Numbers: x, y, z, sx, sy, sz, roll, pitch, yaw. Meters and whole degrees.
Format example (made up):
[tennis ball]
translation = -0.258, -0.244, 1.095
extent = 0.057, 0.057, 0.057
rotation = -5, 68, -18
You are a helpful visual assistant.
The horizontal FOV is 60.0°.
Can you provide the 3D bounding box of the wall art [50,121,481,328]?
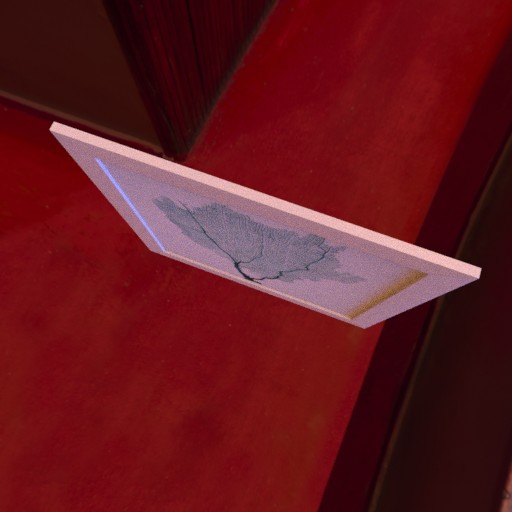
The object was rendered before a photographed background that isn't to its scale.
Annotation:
[wall art]
translation = 0.000, 0.000, 0.833
extent = 0.572, 0.577, 0.015
rotation = 20, 76, 5
